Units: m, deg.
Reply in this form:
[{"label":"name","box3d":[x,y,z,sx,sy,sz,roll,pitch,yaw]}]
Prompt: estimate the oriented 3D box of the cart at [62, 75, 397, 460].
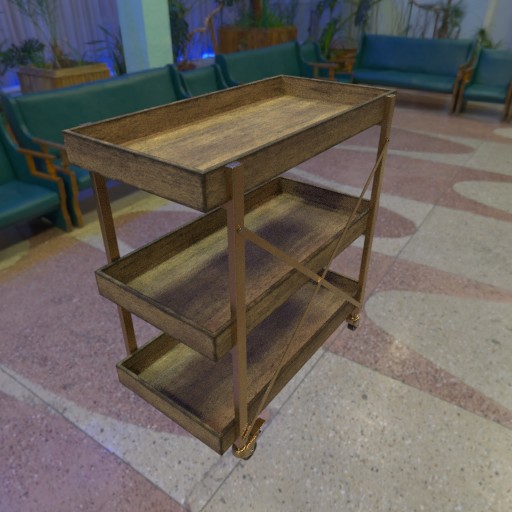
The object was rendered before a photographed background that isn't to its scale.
[{"label":"cart","box3d":[0.000,0.000,1.220,0.416,0.799,0.750,22,38,31]}]
